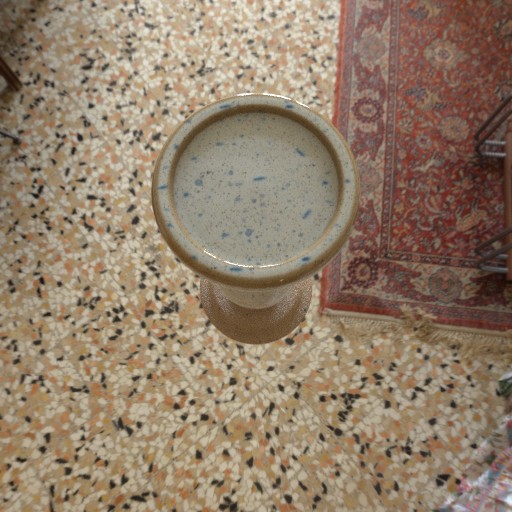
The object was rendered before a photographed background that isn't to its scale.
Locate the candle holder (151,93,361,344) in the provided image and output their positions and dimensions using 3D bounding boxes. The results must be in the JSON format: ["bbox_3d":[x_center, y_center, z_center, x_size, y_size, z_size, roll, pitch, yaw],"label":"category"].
[{"bbox_3d":[0.000,0.000,0.254,0.088,0.203,0.088,0,75,0],"label":"candle holder"}]
